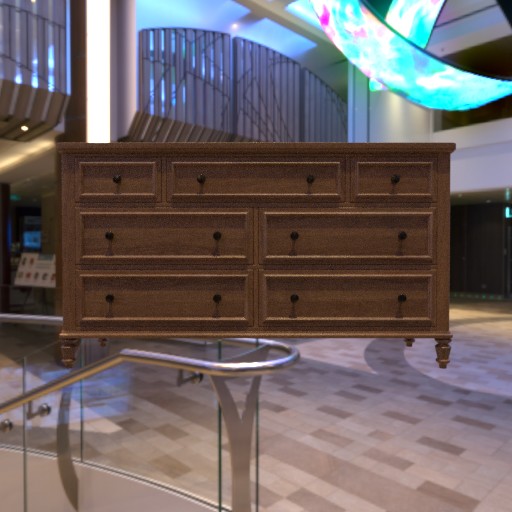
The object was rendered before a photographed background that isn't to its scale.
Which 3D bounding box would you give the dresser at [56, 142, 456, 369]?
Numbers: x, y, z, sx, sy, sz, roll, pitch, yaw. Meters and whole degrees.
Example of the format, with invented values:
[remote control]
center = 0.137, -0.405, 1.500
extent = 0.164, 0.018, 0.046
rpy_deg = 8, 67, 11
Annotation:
[dresser]
center = 0.000, 0.000, 1.966
extent = 1.583, 0.892, 0.468
rpy_deg = 0, 1, 0
